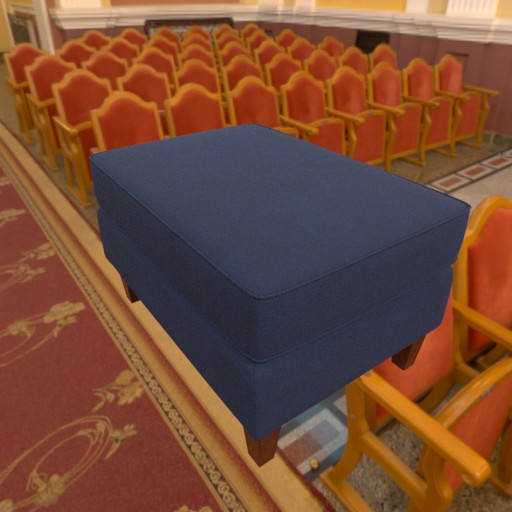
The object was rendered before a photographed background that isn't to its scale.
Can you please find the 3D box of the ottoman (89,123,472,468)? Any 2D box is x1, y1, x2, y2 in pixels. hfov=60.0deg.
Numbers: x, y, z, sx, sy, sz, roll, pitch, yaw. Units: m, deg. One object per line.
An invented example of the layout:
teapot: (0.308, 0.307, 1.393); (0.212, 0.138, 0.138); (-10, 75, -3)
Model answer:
ottoman: (0.000, 0.000, 1.386); (0.686, 0.584, 0.965); (-21, 37, -30)
